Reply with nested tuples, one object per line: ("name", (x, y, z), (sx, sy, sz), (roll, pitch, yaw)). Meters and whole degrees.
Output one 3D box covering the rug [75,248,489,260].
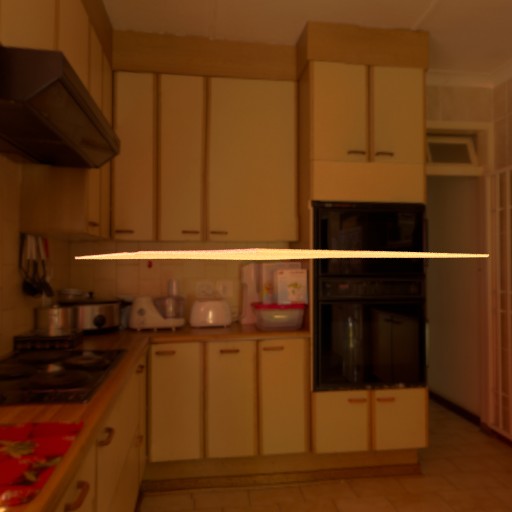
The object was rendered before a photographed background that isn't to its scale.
("rug", (0.000, 0.000, 4.200), (2.434, 0.045, 3.202), (1, -1, -37))
